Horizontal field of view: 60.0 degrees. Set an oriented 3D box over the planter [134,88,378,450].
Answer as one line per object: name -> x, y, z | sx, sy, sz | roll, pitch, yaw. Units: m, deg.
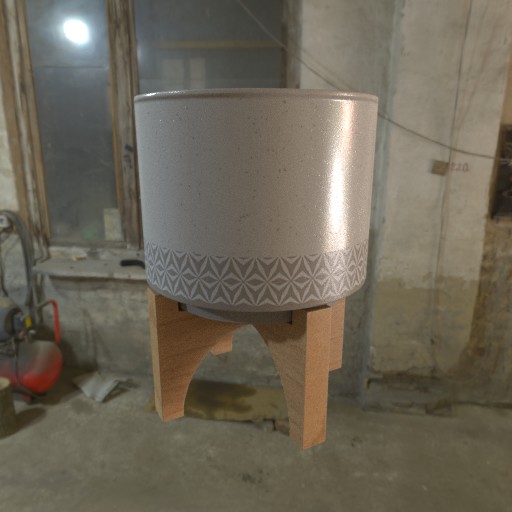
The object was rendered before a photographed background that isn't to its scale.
planter -> 0.000, 0.000, 0.266 | 0.130, 0.178, 0.130 | 0, 16, 0
